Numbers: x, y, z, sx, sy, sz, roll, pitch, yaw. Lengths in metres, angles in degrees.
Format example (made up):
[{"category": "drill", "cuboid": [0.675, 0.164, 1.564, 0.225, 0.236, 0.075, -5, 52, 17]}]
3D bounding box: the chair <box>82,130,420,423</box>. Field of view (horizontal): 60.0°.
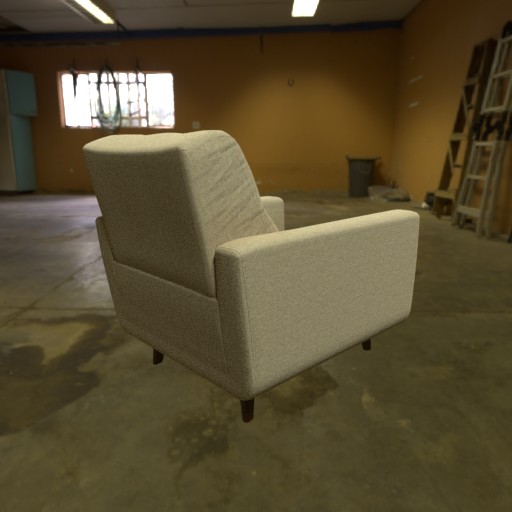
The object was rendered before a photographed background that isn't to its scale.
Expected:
[{"category": "chair", "cuboid": [0.000, 0.000, 1.840, 1.128, 0.965, 0.897, -13, 18, -42]}]
